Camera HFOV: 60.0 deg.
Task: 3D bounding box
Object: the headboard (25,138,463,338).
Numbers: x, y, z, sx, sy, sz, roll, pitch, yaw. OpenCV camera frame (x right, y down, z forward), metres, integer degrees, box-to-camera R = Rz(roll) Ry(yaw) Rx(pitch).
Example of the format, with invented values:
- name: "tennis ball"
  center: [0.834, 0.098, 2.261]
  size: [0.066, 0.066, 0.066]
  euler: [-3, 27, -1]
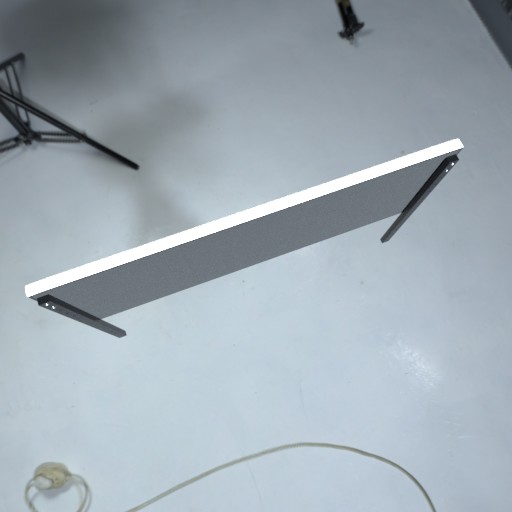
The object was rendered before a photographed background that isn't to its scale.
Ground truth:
- name: "headboard"
  center: [0.000, 0.000, 2.911]
  size: [2.362, 1.410, 0.120]
  euler: [-19, 74, -6]
